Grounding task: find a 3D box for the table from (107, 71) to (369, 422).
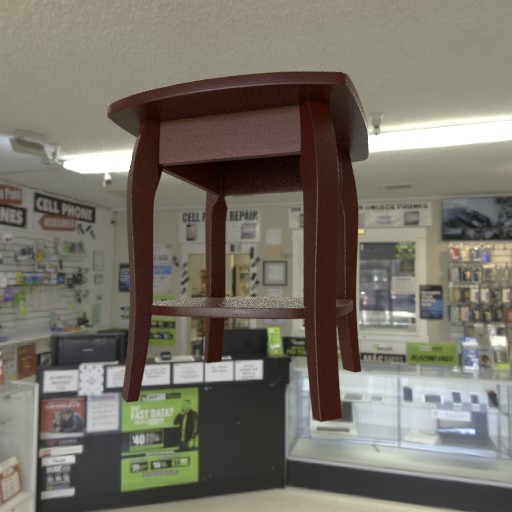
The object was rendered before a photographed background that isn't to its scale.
[{"bbox_3d":[0.000,0.000,0.875,0.433,0.496,0.502,-1,-3,18],"label":"table"}]
